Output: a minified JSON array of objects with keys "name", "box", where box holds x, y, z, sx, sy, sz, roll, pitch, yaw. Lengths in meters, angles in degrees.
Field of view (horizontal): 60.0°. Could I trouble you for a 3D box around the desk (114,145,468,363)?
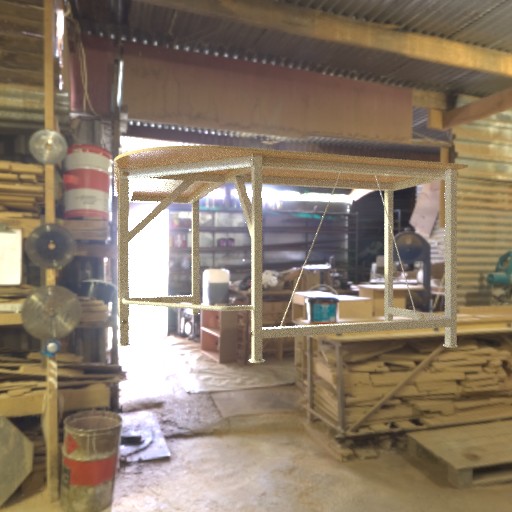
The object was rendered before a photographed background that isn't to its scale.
[{"name":"desk","box":[0.000,0.000,2.294,1.400,0.762,1.400,0,0,-18]}]
